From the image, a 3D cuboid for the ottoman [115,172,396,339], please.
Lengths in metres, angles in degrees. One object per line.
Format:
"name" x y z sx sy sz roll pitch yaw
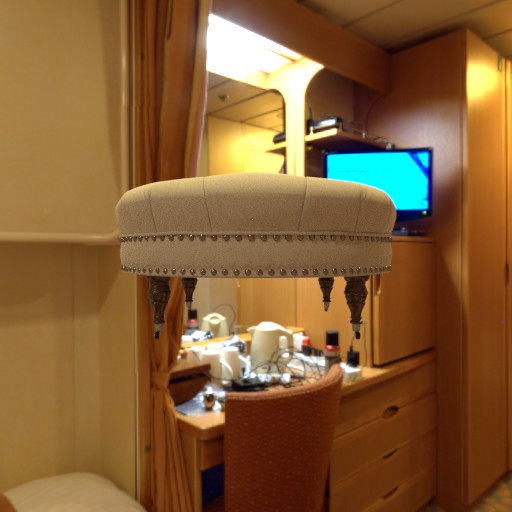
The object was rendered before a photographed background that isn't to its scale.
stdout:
"ottoman" 0.000 0.000 1.452 0.901 0.439 0.901 0 0 0
